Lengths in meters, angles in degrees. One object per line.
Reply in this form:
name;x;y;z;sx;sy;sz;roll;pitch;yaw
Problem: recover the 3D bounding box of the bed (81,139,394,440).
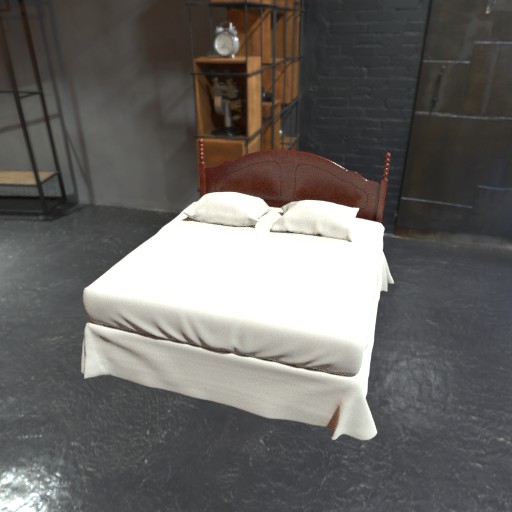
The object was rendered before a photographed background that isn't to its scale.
bed;0.000;0.000;3.699;2.322;1.355;2.219;8;28;16
